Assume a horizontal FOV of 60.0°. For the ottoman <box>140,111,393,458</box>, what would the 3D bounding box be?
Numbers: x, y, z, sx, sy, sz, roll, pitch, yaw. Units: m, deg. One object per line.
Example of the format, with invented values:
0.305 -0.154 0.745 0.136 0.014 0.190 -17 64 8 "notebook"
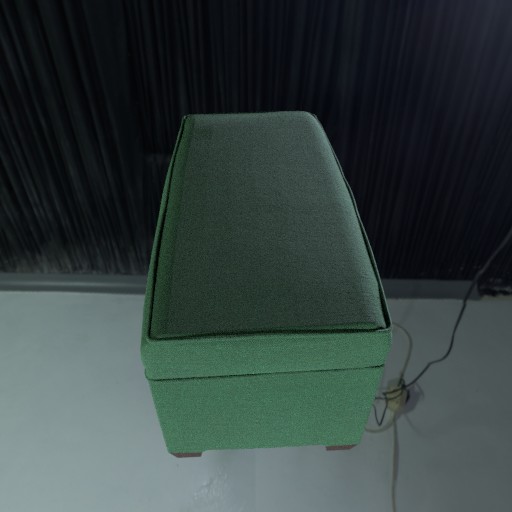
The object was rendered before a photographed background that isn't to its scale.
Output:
0.000 0.000 1.227 0.483 0.471 0.957 -2 41 -2 "ottoman"
